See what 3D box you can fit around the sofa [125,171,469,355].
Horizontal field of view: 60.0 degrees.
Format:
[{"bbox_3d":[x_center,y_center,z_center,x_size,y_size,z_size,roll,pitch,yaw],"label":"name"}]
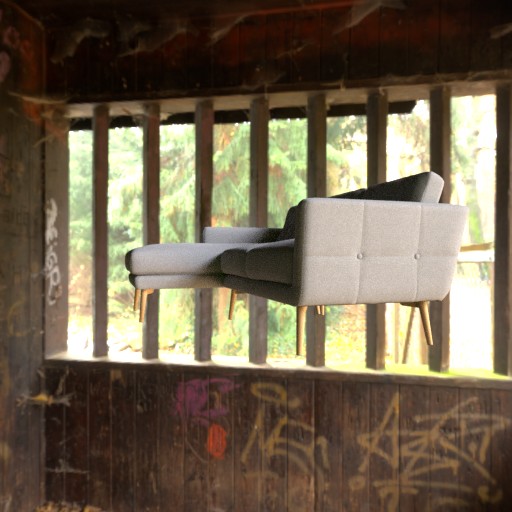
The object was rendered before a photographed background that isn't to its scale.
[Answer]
[{"bbox_3d":[0.000,0.000,2.821,1.530,0.860,2.040,0,0,-19],"label":"sofa"}]
